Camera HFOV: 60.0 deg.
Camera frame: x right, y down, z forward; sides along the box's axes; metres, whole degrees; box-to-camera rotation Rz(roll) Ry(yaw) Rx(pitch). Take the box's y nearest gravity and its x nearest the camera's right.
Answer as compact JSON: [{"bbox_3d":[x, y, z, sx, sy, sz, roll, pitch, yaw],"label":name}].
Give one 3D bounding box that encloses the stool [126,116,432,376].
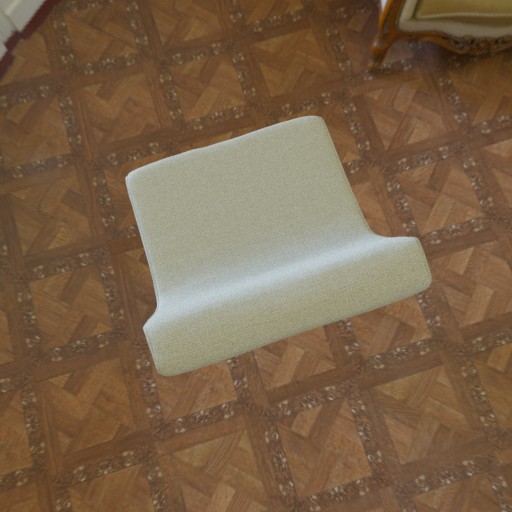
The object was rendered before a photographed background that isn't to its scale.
[{"bbox_3d":[0.000,0.000,1.238,0.511,0.937,0.500,-18,78,-4],"label":"stool"}]
